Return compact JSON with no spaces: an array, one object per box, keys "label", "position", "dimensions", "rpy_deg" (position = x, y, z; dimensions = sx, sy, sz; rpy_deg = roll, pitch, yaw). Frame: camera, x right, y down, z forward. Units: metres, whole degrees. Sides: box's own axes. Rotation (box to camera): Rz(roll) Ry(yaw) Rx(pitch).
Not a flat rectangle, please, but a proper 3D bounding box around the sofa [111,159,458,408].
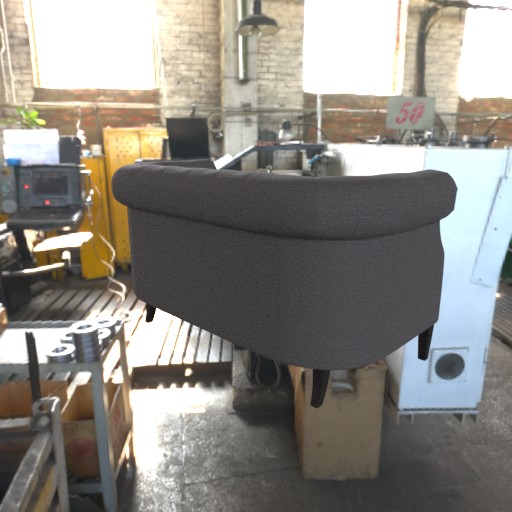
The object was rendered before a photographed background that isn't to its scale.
[{"label":"sofa","position":[0.000,0.000,2.047],"dimensions":[1.558,0.827,0.835],"rpy_deg":[14,20,42]}]
